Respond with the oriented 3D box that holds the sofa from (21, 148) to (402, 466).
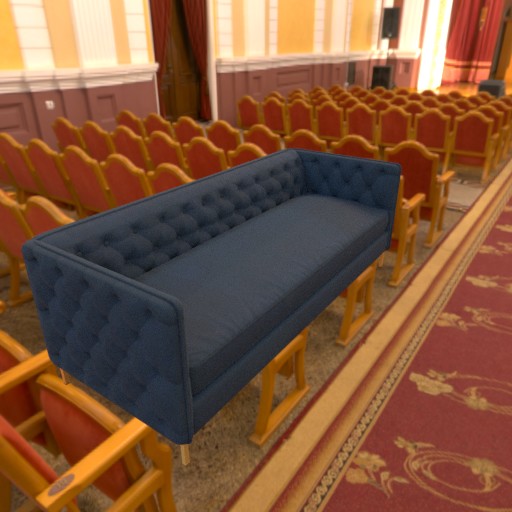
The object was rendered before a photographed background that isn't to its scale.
[{"bbox_3d":[0.000,0.000,2.553,0.895,0.771,2.209,17,31,31],"label":"sofa"}]
